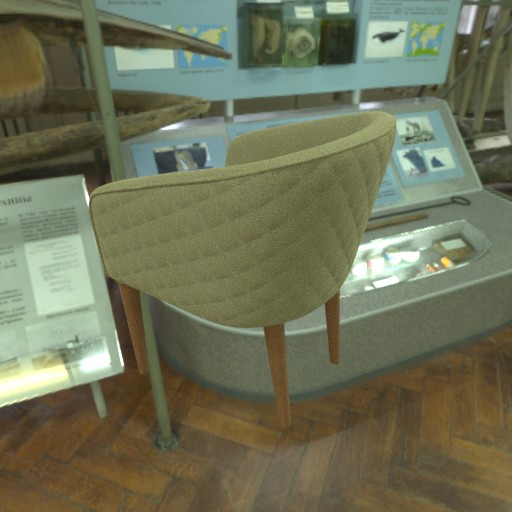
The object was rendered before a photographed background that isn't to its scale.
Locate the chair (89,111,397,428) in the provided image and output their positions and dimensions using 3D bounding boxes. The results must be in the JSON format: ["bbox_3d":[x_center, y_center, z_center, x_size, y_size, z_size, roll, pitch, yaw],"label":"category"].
[{"bbox_3d":[0.000,0.000,1.206,0.616,0.775,0.584,20,36,30],"label":"chair"}]
